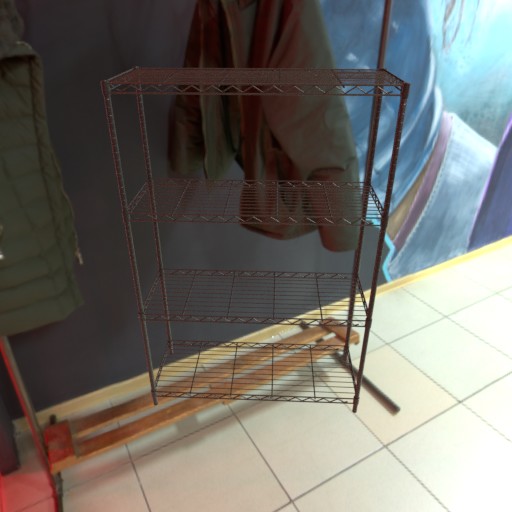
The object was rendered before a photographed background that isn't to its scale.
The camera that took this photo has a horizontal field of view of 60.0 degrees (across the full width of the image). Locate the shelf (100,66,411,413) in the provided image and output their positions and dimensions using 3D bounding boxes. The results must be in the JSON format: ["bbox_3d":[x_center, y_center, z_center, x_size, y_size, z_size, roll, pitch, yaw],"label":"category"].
[{"bbox_3d":[0.000,0.000,1.772,0.907,1.361,0.352,1,30,2],"label":"shelf"}]
